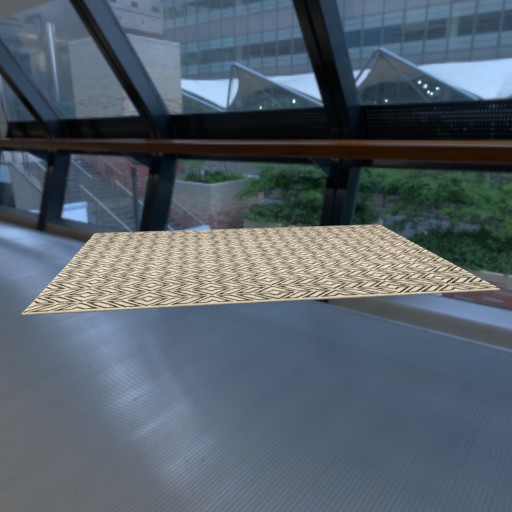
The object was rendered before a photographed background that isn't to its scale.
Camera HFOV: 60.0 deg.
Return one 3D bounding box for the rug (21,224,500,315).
[{"bbox_3d":[0.000,0.000,2.250,1.828,0.007,1.220,-2,17,-7],"label":"rug"}]
